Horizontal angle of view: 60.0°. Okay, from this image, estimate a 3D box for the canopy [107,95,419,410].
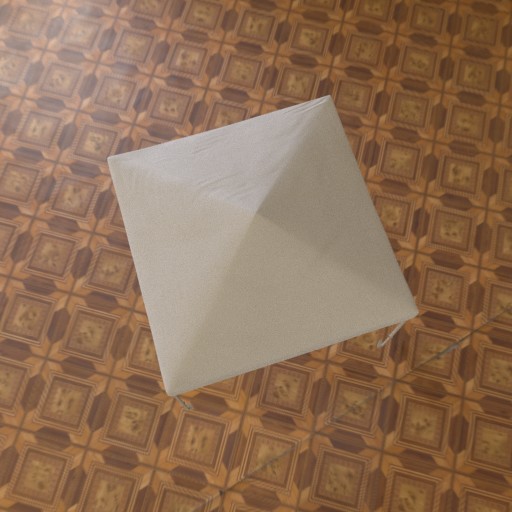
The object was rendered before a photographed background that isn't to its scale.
[{"bbox_3d":[0.000,0.000,6.386,3.600,3.600,3.599,-17,76,-4],"label":"canopy"}]
